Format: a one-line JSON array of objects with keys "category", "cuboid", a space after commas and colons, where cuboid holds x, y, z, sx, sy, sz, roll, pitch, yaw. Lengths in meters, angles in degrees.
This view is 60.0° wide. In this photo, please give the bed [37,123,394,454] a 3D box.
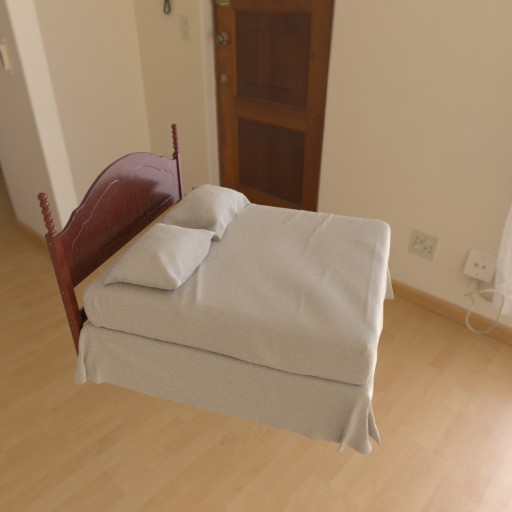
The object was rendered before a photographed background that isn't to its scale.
[{"category": "bed", "cuboid": [0.000, 0.000, 3.184, 2.040, 1.356, 1.873, 9, 32, 15]}]
